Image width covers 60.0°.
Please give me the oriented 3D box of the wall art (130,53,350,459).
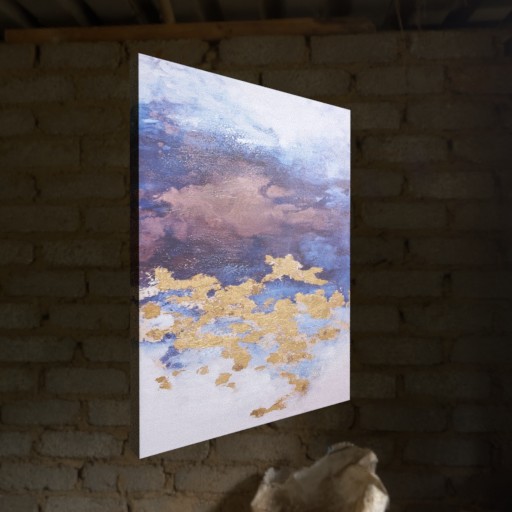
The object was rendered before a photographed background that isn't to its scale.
[{"bbox_3d":[0.000,0.000,0.774,0.437,0.581,0.036,0,1,-36],"label":"wall art"}]
